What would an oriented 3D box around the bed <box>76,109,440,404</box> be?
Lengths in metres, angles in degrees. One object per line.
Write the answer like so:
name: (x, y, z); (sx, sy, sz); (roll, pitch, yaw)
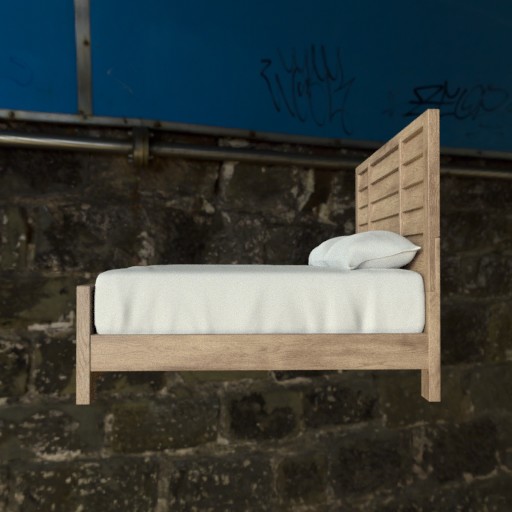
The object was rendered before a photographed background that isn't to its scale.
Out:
bed: (0.000, 0.000, 3.250); (2.017, 1.631, 1.615); (0, 0, -2)
